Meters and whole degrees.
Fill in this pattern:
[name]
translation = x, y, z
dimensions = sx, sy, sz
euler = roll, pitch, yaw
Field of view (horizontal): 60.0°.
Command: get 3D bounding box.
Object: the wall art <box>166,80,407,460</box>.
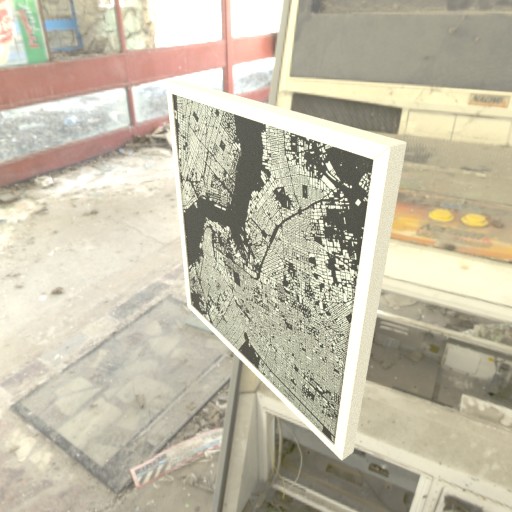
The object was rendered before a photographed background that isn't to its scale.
[wall art]
translation = 0.000, 0.000, 1.146
dimensions = 0.050, 0.762, 0.761
euler = -20, 36, -31
